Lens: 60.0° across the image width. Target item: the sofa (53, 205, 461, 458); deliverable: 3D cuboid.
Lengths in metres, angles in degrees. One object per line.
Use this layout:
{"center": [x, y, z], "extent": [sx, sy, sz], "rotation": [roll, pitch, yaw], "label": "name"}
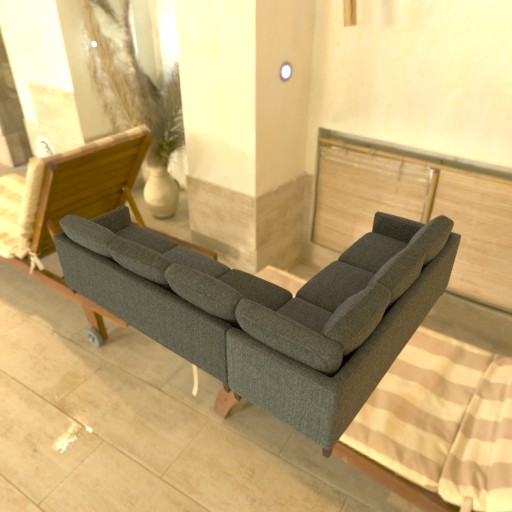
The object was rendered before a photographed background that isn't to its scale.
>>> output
{"center": [0.000, 0.000, 4.579], "extent": [3.302, 0.947, 2.593], "rotation": [22, 38, 31], "label": "sofa"}
